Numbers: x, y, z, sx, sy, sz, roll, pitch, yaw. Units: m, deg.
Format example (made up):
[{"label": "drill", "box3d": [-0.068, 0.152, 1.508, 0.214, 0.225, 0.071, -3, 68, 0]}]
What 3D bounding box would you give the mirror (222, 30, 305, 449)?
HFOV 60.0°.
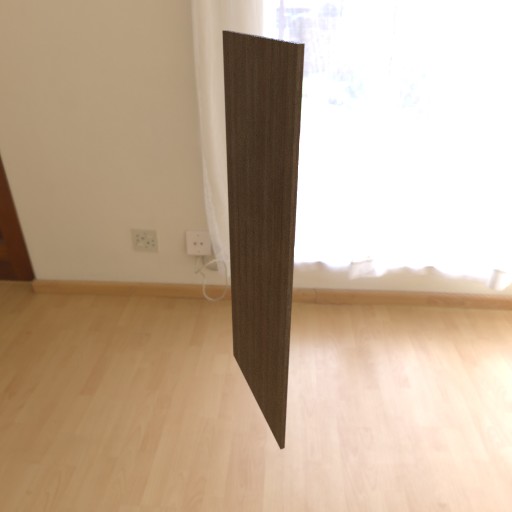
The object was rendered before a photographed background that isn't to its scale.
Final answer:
[{"label": "mirror", "box3d": [0.000, 0.000, 2.280, 0.025, 2.032, 0.812, -11, 32, -18]}]
